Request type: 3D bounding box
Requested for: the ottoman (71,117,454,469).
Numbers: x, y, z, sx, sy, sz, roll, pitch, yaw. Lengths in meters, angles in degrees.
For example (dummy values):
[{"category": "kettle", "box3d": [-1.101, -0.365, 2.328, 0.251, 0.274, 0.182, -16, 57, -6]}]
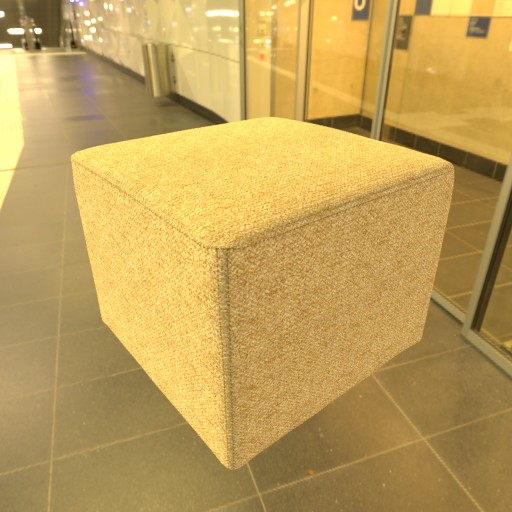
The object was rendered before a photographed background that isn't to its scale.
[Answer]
[{"category": "ottoman", "box3d": [0.000, 0.000, 0.879, 0.512, 0.441, 0.505, -21, 36, -33]}]
